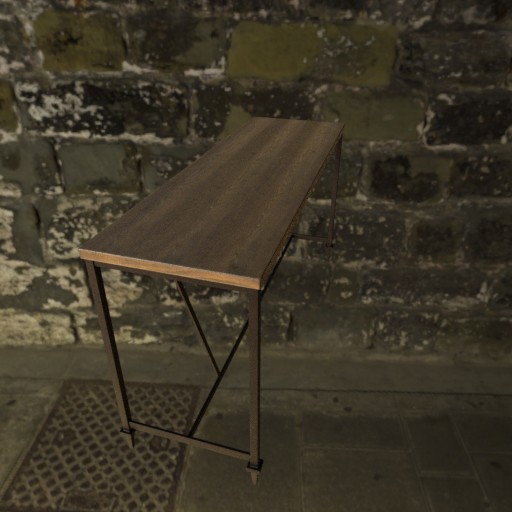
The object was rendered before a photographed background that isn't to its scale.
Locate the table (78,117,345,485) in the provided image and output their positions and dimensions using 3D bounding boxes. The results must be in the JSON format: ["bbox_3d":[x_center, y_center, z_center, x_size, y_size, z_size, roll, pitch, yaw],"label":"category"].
[{"bbox_3d":[0.000,0.000,2.125,0.551,0.902,1.700,9,31,15],"label":"table"}]
